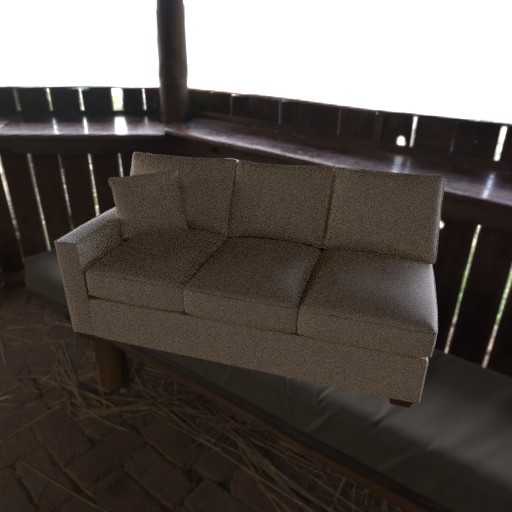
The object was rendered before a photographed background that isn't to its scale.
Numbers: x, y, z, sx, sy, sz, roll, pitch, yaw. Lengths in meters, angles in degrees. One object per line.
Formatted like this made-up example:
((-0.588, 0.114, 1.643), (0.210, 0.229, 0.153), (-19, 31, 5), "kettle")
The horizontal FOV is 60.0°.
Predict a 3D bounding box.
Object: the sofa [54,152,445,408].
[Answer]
((0.000, 0.000, 2.574), (1.962, 0.946, 1.034), (8, 27, 16), "sofa")
